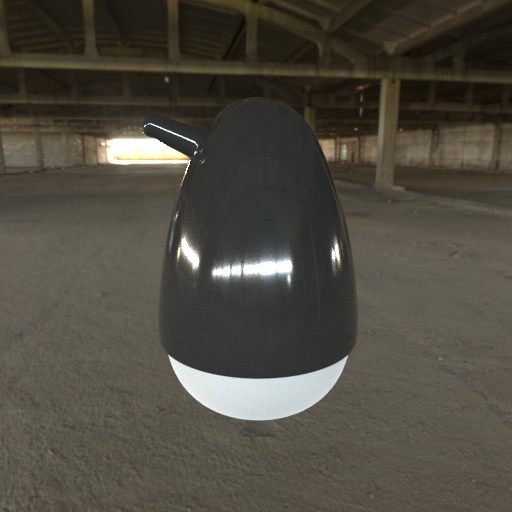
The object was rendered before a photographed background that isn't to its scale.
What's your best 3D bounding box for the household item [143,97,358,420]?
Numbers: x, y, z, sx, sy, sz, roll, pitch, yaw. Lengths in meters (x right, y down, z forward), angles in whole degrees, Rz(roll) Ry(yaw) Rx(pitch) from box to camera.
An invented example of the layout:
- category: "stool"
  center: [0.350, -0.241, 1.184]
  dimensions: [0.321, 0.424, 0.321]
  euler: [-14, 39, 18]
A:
- category: "household item"
  center: [0.000, 0.000, 0.223]
  dimensions: [0.104, 0.152, 0.102]
  euler: [-2, 13, -10]
